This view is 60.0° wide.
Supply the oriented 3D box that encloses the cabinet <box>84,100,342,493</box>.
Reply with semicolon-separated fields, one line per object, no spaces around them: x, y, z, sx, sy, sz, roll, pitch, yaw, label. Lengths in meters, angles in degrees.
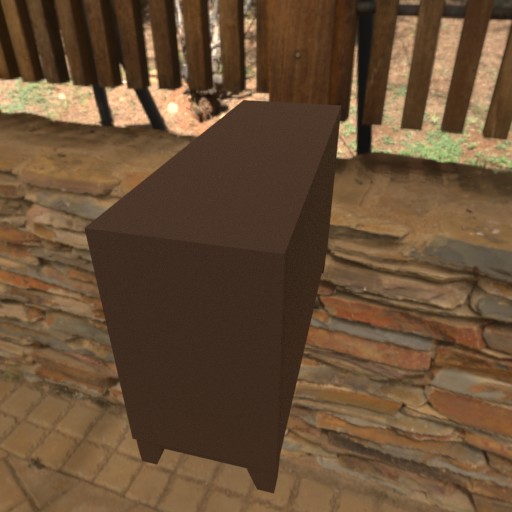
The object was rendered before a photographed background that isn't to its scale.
0.000;0.000;1.812;0.482;0.914;1.396;8;32;12;cabinet
